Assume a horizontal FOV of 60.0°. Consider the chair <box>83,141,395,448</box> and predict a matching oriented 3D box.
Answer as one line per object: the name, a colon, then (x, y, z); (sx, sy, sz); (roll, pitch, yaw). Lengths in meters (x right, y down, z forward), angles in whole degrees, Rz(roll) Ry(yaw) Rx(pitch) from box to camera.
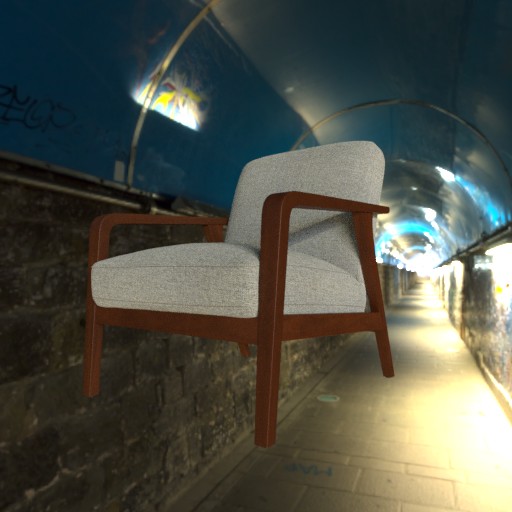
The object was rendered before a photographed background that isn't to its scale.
chair: (0.000, 0.000, 1.468); (0.704, 0.847, 0.858); (-1, -2, 36)
